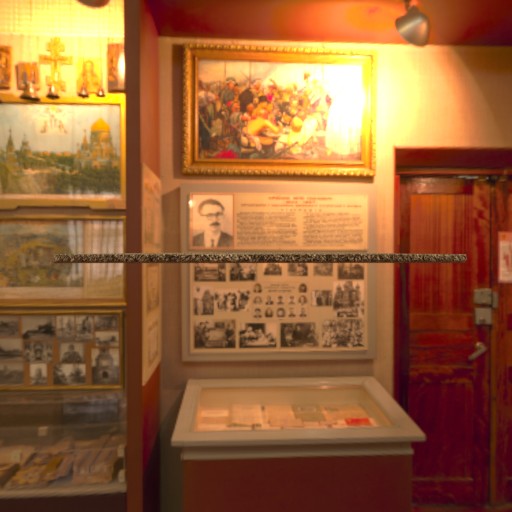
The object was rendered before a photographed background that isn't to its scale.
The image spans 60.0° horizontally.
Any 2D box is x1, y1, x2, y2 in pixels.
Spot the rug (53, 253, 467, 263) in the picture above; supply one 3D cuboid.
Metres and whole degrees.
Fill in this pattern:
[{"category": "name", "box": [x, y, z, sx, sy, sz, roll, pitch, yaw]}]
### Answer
[{"category": "rug", "box": [0.000, 0.000, 2.077, 1.198, 0.025, 1.601, 0, 1, -1]}]
